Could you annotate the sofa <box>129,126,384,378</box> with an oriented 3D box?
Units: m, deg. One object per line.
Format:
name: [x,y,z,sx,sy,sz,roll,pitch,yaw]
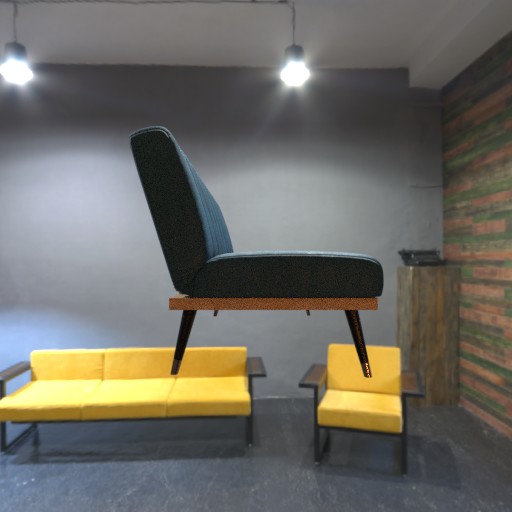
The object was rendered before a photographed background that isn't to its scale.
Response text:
sofa: [0.000,0.000,2.310,0.830,0.825,1.810,0,-1,0]
